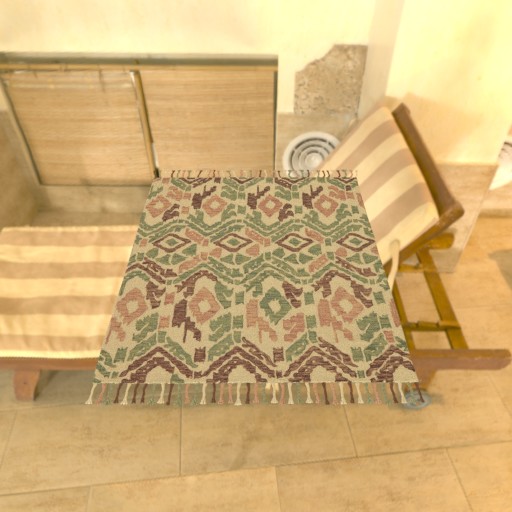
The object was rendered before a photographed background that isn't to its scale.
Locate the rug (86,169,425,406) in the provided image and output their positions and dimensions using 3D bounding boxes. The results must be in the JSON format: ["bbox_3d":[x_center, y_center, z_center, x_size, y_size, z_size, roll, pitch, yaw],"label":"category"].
[{"bbox_3d":[0.000,0.000,4.188,2.438,0.010,3.048,0,43,0],"label":"rug"}]
